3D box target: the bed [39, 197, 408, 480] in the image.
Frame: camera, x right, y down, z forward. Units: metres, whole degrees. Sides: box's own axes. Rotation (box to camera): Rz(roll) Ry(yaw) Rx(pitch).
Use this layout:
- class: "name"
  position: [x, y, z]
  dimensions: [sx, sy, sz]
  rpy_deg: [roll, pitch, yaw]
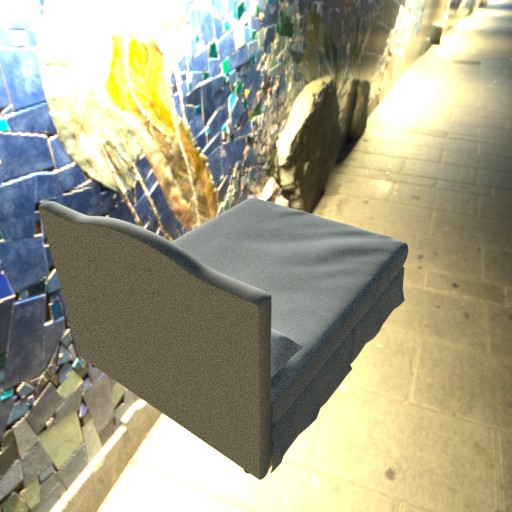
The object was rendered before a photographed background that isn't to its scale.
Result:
- class: "bed"
  position: [0.000, 0.000, 3.437]
  dimensions: [1.821, 1.436, 2.282]
  rpy_deg: [21, 37, 30]
